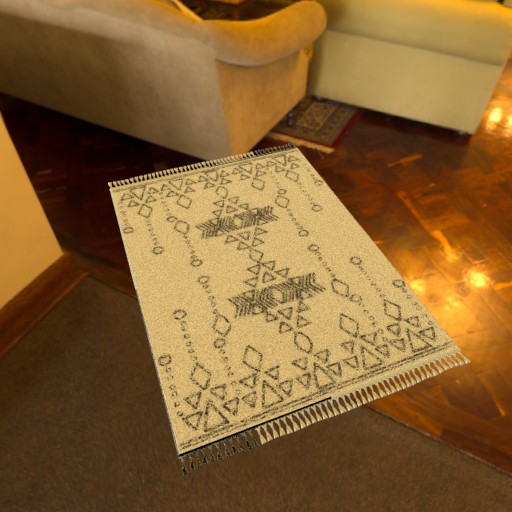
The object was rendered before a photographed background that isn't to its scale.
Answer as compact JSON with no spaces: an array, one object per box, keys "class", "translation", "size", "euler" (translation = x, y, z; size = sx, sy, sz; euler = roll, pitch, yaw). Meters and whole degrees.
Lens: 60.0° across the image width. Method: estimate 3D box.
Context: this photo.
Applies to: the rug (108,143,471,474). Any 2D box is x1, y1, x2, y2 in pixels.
[{"class":"rug","translation":[0.000,0.000,2.942],"size":[1.600,0.013,2.312],"euler":[-16,49,-14]}]
